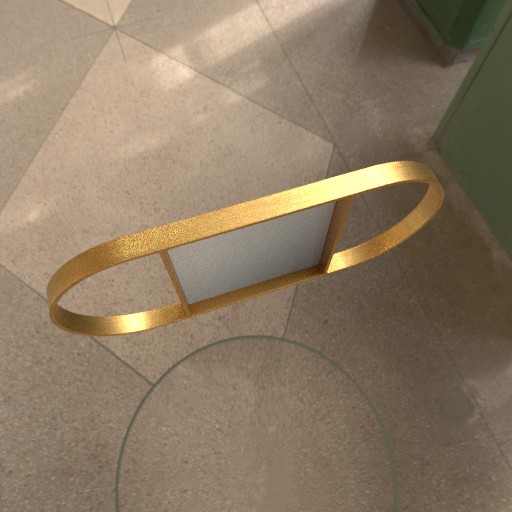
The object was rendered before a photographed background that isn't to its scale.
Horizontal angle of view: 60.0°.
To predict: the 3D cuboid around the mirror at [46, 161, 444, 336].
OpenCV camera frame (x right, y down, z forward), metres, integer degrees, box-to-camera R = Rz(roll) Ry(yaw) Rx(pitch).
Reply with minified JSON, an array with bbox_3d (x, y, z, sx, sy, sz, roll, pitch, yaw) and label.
[{"bbox_3d":[0.000,0.000,0.652,0.584,0.254,0.032,-17,65,-8],"label":"mirror"}]
